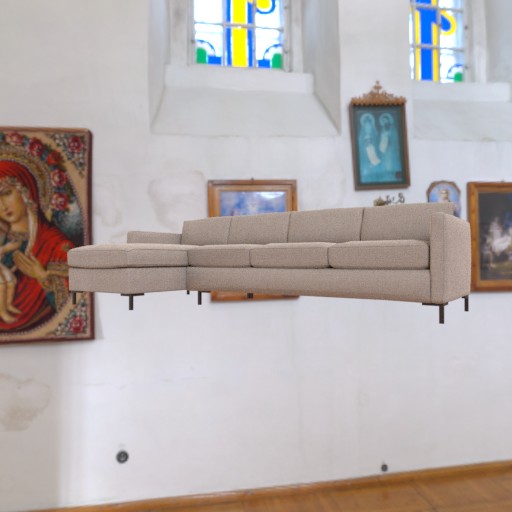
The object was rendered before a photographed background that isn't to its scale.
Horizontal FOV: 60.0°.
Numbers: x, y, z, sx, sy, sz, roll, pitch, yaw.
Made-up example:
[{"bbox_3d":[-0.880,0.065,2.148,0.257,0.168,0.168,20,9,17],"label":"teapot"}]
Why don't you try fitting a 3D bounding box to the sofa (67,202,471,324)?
[{"bbox_3d":[0.000,0.000,3.498,2.923,0.816,1.469,0,-1,35],"label":"sofa"}]
